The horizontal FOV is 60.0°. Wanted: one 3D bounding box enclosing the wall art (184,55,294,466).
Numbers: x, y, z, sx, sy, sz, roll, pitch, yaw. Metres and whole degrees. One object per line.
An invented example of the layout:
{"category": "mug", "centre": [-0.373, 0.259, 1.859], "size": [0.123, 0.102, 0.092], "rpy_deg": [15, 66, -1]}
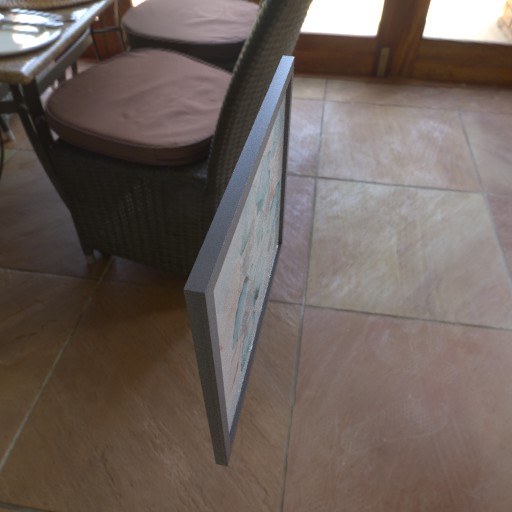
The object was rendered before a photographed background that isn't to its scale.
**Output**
{"category": "wall art", "centre": [0.000, 0.000, 0.923], "size": [0.026, 0.558, 0.660], "rpy_deg": [9, 47, 8]}
